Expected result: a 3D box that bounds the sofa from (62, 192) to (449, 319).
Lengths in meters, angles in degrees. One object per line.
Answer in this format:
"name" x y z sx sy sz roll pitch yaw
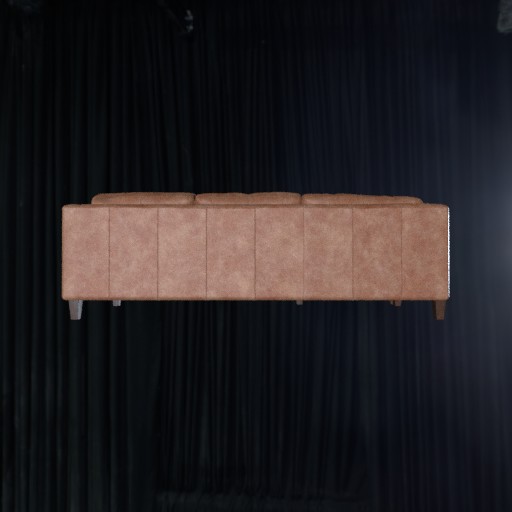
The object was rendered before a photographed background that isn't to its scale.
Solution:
"sofa" 0.000 0.000 4.460 2.430 0.832 3.401 0 -1 0
